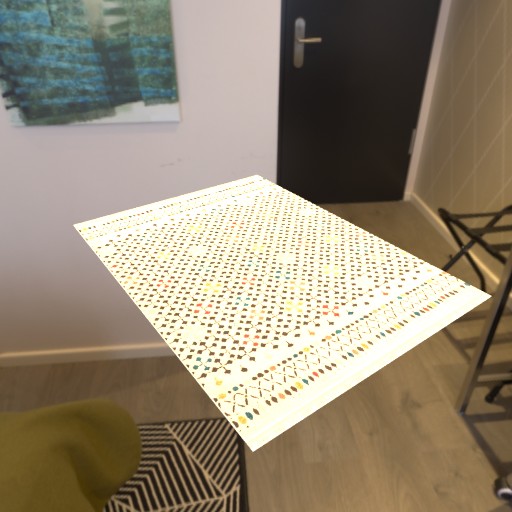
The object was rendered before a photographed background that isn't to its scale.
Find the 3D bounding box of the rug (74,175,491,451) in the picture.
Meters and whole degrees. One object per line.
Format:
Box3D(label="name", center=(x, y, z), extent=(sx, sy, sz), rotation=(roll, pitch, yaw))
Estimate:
Box3D(label="rug", center=(0.000, 0.000, 1.983), extent=(1.146, 0.006, 1.556), rotation=(-21, 38, -30))
